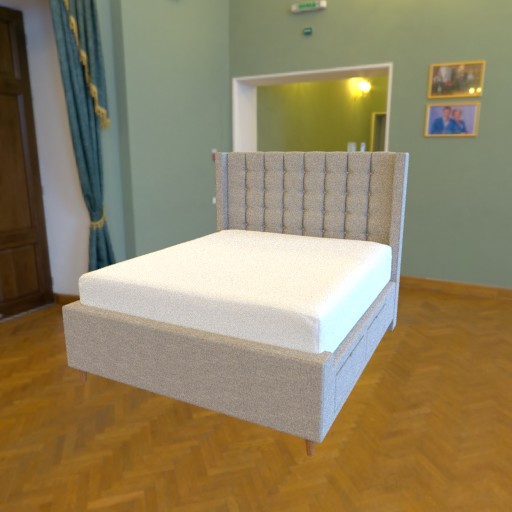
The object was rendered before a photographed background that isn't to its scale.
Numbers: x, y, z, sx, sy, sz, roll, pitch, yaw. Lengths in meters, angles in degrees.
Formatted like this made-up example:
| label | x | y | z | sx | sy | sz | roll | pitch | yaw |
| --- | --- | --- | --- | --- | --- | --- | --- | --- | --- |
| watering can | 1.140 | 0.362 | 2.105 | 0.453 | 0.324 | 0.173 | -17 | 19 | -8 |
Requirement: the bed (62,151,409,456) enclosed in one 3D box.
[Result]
| label | x | y | z | sx | sy | sz | roll | pitch | yaw |
| --- | --- | --- | --- | --- | --- | --- | --- | --- | --- |
| bed | 0.000 | 0.000 | 3.809 | 2.044 | 1.748 | 2.372 | 7 | 15 | 26 |
